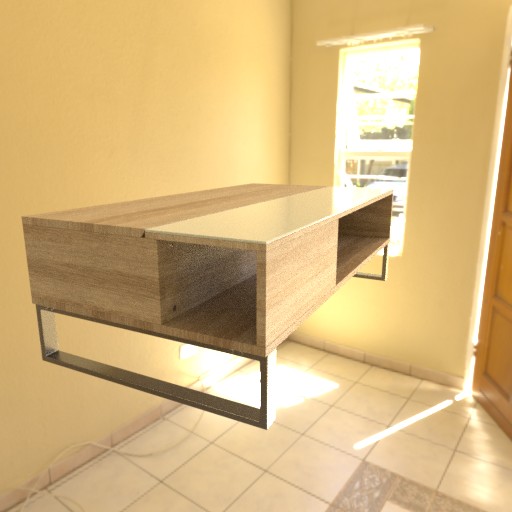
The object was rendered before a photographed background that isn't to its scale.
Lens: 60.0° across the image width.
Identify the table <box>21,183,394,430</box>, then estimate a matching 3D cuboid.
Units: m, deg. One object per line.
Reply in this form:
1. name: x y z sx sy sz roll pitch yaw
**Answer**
1. table: 0.000 0.000 1.362 0.600 0.350 1.100 7 15 26
